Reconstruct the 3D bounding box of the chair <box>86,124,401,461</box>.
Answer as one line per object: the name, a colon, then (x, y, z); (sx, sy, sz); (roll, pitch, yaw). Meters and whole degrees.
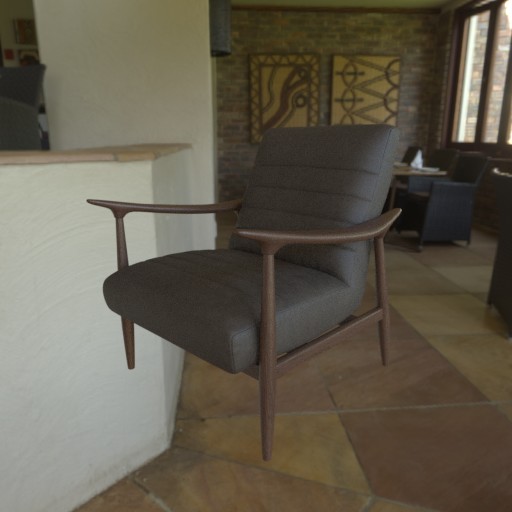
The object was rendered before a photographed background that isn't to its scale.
chair: (0.000, 0.000, 1.446); (0.741, 0.831, 0.798); (14, 21, 42)
